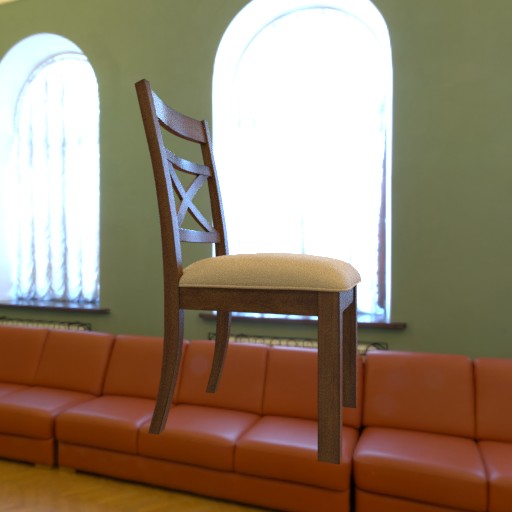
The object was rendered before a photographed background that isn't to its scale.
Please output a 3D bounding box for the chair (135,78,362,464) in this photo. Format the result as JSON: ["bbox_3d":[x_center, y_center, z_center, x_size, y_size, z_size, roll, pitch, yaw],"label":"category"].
[{"bbox_3d":[0.000,0.000,1.302,0.581,0.949,0.461,0,0,18],"label":"chair"}]
